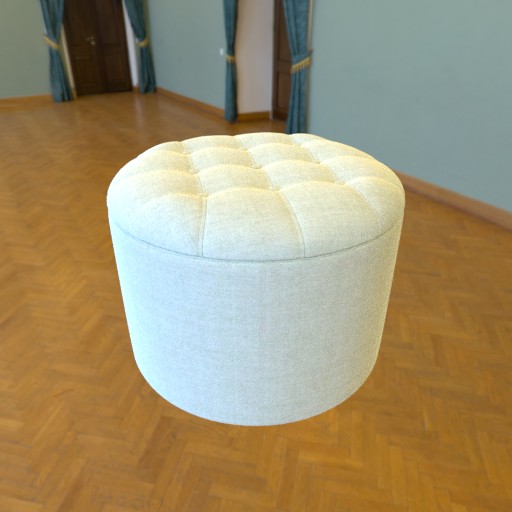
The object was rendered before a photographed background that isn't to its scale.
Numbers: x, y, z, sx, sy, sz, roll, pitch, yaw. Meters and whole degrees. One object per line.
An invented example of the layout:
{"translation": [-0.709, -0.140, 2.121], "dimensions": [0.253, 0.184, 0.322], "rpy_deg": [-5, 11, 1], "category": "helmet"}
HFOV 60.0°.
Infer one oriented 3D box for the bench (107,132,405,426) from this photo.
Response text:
{"translation": [0.000, 0.000, 1.006], "dimensions": [0.600, 0.453, 0.600], "rpy_deg": [0, 30, 0], "category": "bench"}
